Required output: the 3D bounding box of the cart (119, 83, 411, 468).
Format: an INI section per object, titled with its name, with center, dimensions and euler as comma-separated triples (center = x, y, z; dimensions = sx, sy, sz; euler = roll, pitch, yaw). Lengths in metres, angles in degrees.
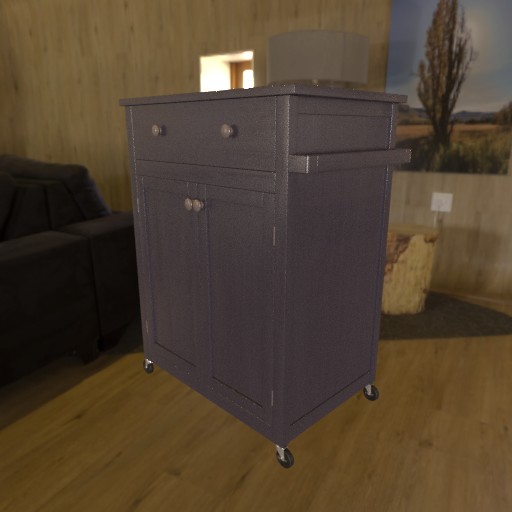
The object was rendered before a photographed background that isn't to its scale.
[cart]
center = 0.000, 0.000, 1.299
dimensions = 0.449, 0.878, 0.690
euler = -15, 22, -43
